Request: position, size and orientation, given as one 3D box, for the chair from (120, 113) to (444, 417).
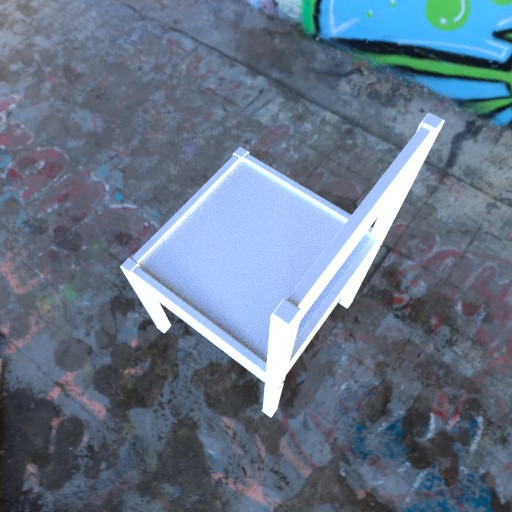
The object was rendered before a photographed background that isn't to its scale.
[{"bbox_3d":[0.000,0.000,0.672,0.285,0.505,0.285,34,67,16],"label":"chair"}]
